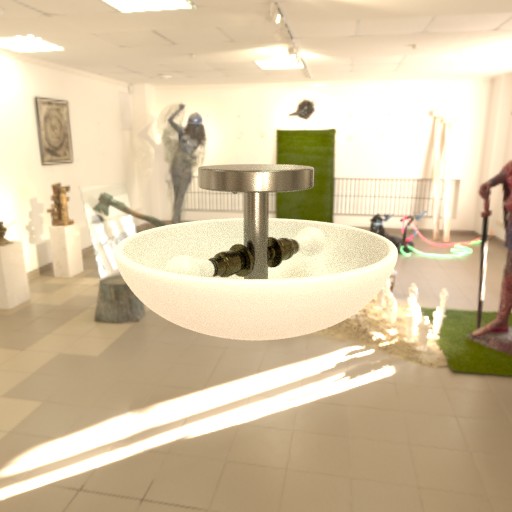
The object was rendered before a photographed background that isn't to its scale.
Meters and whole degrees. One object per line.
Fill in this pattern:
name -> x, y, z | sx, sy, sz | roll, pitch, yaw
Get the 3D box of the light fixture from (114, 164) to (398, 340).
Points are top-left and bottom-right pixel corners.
light fixture -> 0.000, 0.000, 0.543 | 0.330, 0.214, 0.330 | 0, 14, 0
